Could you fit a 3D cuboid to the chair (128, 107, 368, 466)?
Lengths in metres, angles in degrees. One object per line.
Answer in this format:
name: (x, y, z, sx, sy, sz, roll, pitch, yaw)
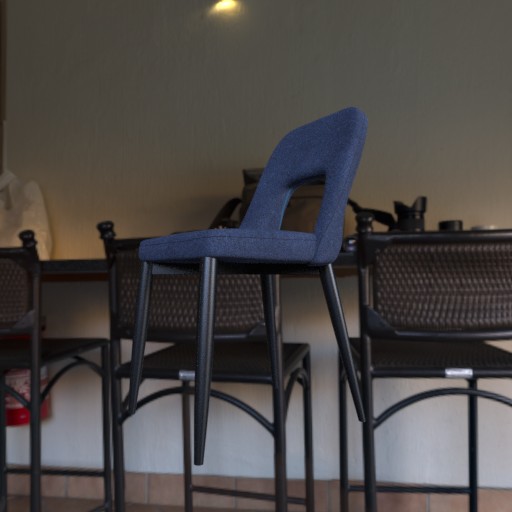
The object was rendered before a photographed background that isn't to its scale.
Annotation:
chair: (0.000, 0.000, 1.301, 0.612, 0.931, 0.470, 1, -2, -35)
